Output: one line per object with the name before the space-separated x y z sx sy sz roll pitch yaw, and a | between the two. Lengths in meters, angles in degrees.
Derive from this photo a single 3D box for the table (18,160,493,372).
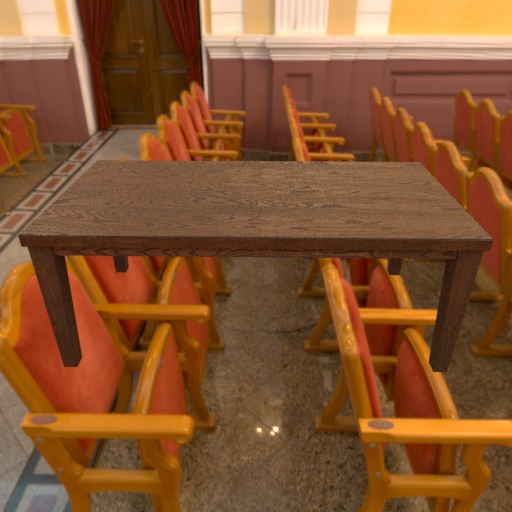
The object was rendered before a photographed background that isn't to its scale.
table | 0.000 0.000 2.471 1.981 0.762 1.016 1 30 1
